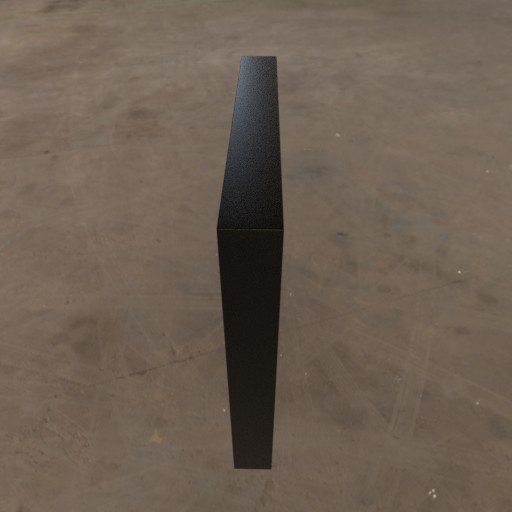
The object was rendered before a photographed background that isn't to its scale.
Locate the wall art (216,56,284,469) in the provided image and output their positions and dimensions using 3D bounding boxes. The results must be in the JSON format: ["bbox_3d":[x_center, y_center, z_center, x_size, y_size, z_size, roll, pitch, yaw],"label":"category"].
[{"bbox_3d":[0.000,0.000,0.453,0.037,0.299,0.299,1,41,1],"label":"wall art"}]
